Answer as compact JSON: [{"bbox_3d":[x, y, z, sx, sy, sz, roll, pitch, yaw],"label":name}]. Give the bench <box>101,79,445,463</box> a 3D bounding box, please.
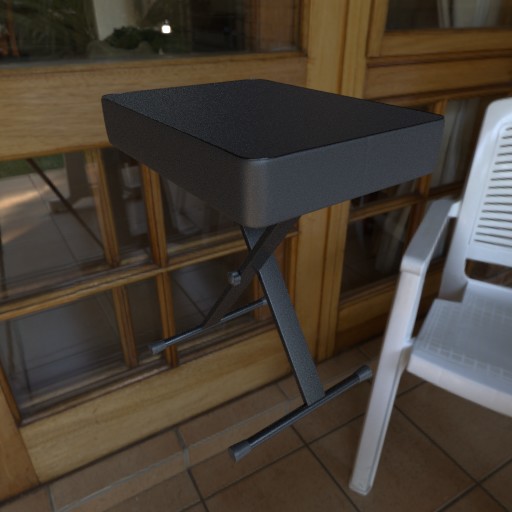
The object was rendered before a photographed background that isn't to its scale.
[{"bbox_3d":[0.000,0.000,0.761,0.321,0.500,0.424,-20,35,-31],"label":"bench"}]
